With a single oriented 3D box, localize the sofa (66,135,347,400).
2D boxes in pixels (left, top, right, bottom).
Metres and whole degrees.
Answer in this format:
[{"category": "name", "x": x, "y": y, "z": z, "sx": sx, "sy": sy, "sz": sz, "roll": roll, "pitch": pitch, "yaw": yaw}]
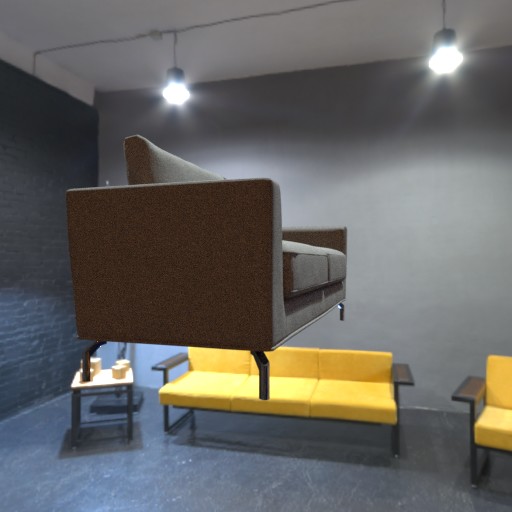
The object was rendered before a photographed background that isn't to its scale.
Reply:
[{"category": "sofa", "x": 0.000, "y": 0.000, "z": 2.638, "sx": 0.869, "sy": 1.002, "sz": 2.212, "roll": 0, "pitch": -1, "yaw": 18}]
